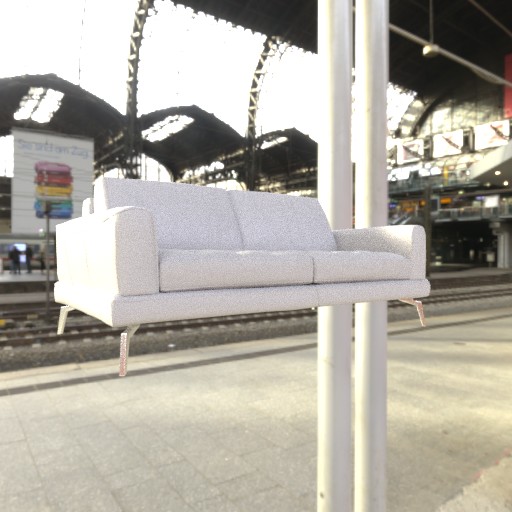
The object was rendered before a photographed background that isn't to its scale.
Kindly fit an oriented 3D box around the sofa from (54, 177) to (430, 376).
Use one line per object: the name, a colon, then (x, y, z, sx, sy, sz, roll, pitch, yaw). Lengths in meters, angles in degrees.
sofa: (0.000, 0.000, 2.779, 2.177, 0.930, 1.121, 0, 0, -36)
